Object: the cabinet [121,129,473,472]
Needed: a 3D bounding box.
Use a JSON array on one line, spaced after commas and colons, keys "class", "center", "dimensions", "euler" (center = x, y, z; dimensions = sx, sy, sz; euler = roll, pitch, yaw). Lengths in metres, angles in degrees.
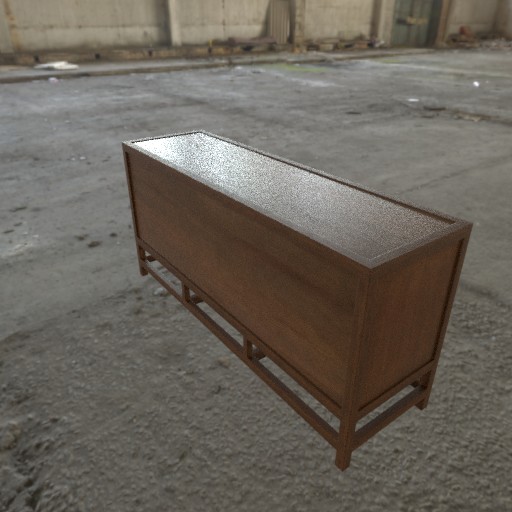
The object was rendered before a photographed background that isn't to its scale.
[{"class": "cabinet", "center": [0.000, 0.000, 2.100], "dimensions": [0.522, 0.820, 1.708], "euler": [-19, 34, -32]}]
